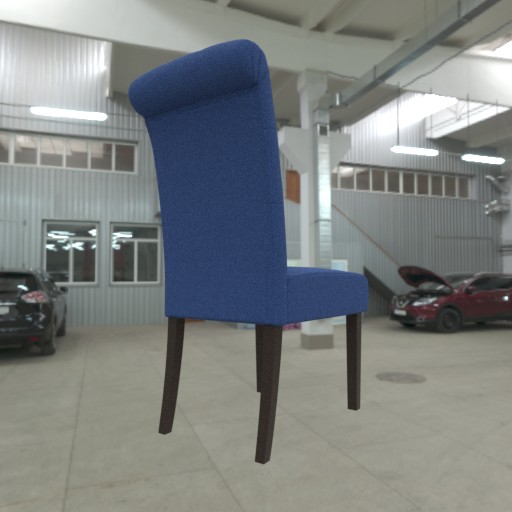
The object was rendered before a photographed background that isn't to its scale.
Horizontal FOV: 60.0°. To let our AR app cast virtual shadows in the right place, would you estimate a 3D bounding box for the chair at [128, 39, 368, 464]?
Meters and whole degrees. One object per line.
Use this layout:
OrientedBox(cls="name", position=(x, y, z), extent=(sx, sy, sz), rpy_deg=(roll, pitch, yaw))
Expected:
OrientedBox(cls="chair", position=(0.000, 0.000, 1.351), extent=(0.456, 1.006, 0.671), rpy_deg=(-2, -3, 35))
